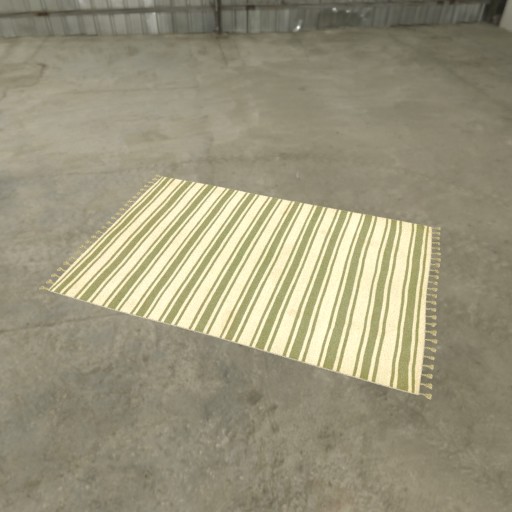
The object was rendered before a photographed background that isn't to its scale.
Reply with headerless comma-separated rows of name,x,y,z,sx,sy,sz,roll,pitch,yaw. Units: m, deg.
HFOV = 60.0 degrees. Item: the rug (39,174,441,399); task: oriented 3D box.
rug,0.000,0.000,3.089,2.435,0.018,1.540,13,42,15
